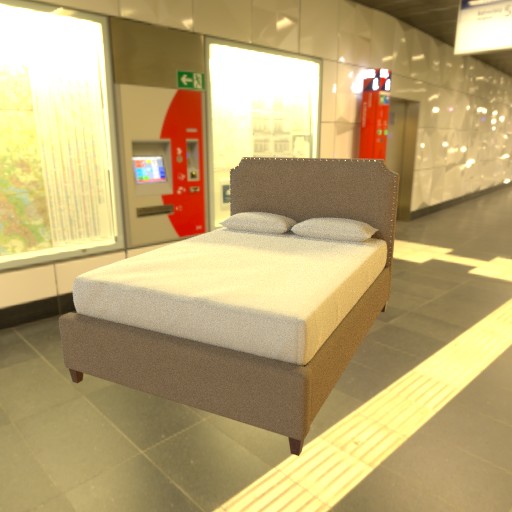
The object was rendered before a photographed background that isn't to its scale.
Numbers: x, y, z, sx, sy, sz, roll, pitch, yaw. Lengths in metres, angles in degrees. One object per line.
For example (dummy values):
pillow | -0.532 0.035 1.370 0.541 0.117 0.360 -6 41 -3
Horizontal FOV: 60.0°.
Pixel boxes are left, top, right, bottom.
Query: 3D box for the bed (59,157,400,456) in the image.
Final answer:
bed | 0.000 0.000 3.430 1.703 1.415 2.329 7 16 26
